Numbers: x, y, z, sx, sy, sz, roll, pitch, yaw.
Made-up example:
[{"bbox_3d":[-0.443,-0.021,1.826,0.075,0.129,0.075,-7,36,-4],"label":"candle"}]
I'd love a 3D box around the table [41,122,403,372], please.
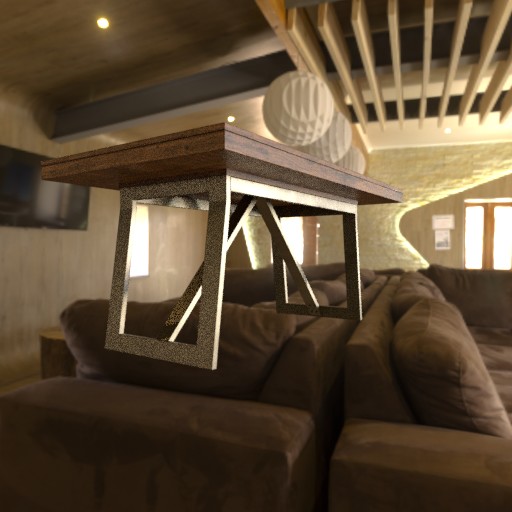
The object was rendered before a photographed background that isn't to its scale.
[{"bbox_3d":[0.000,0.000,2.166,0.931,0.757,1.641,0,1,35],"label":"table"}]
